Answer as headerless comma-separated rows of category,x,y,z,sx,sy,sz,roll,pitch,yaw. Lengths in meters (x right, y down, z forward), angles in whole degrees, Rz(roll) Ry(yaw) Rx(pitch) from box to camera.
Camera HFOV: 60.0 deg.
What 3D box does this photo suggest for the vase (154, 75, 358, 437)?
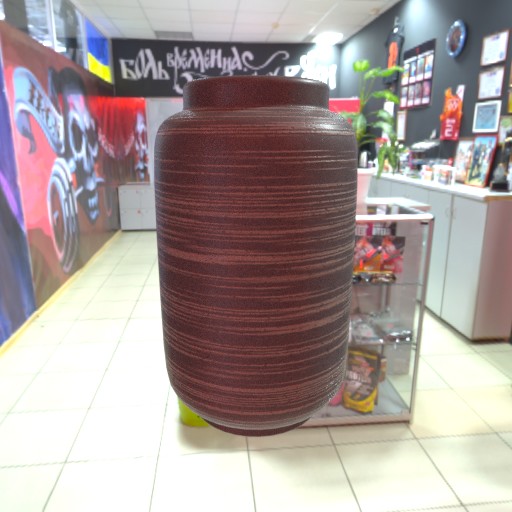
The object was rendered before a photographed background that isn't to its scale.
vase,0.000,0.000,0.687,0.297,0.499,0.297,0,15,0
